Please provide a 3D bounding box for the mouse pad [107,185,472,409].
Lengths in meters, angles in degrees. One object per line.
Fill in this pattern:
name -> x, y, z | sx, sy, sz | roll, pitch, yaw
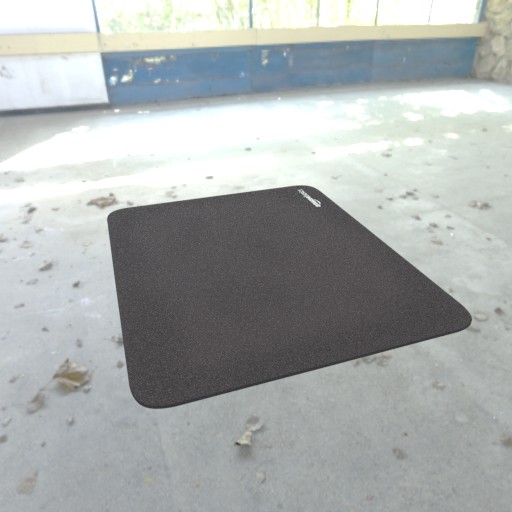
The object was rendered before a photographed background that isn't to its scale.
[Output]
mouse pad -> 0.000, 0.000, 0.343 | 0.211, 0.002, 0.249 | -10, 32, -16
